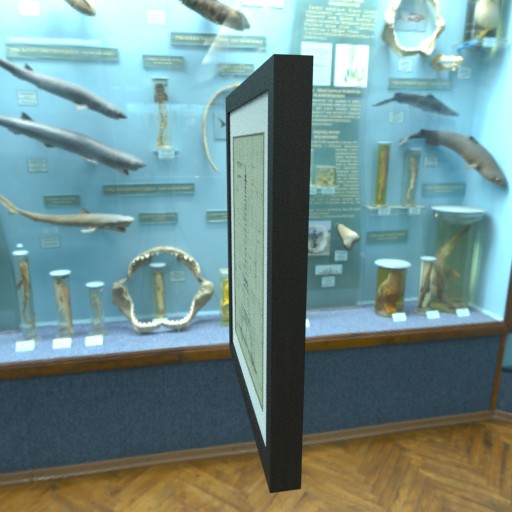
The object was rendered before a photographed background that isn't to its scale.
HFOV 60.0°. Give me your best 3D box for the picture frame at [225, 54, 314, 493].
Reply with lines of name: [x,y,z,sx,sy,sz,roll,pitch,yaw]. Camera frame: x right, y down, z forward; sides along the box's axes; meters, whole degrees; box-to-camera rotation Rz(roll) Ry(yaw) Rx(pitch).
picture frame: [0.000,0.000,0.758,0.044,0.555,0.452,-3,14,-10]
